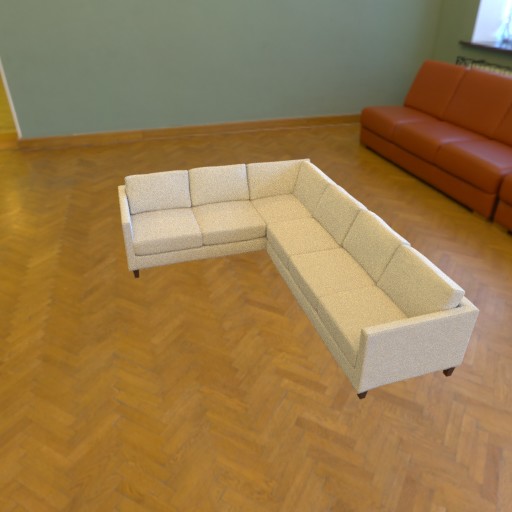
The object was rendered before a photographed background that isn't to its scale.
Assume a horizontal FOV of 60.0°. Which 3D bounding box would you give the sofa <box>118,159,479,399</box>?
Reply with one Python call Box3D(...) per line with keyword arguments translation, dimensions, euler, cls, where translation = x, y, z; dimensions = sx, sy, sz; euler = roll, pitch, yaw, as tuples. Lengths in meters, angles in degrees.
Box3D(translation=(0.000, 0.000, 4.318), dimensions=(2.432, 0.863, 3.182), euler=(-9, 33, -14), cls="sofa")
